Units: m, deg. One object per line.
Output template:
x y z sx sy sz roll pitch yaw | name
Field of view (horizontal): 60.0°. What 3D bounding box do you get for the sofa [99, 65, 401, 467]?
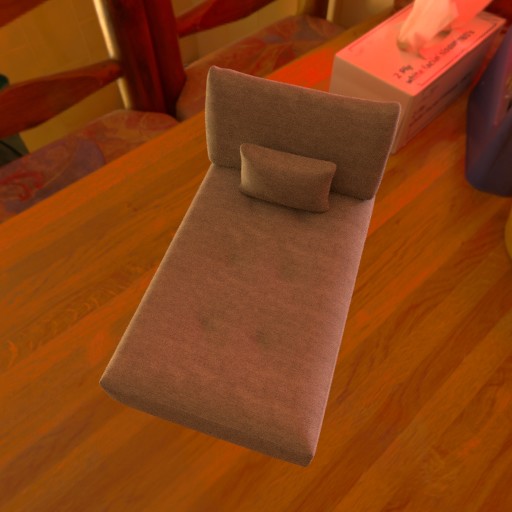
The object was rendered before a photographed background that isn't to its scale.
0.000 0.000 1.978 0.930 0.820 1.450 15 59 10 | sofa
